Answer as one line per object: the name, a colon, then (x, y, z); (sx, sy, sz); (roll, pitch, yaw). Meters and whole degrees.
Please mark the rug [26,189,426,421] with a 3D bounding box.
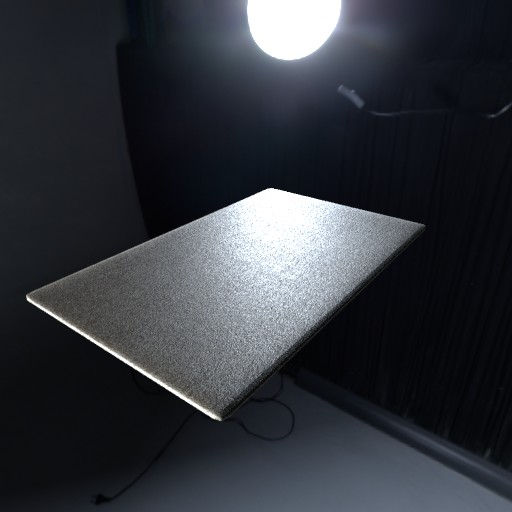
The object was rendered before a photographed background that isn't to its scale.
rug: (0.000, 0.000, 3.046); (1.539, 0.024, 2.469); (19, 33, 33)
